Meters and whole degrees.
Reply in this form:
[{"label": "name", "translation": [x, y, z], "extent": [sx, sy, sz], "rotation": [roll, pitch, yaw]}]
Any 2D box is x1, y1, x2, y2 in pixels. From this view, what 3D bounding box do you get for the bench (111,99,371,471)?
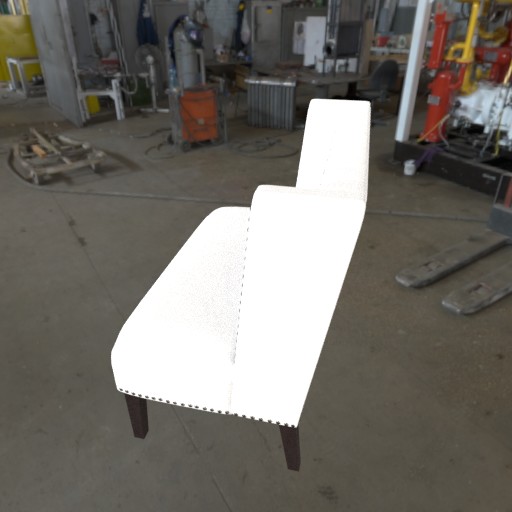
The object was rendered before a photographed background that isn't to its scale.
[{"label": "bench", "translation": [0.000, 0.000, 1.968], "extent": [0.847, 1.123, 1.280], "rotation": [7, 31, 11]}]
